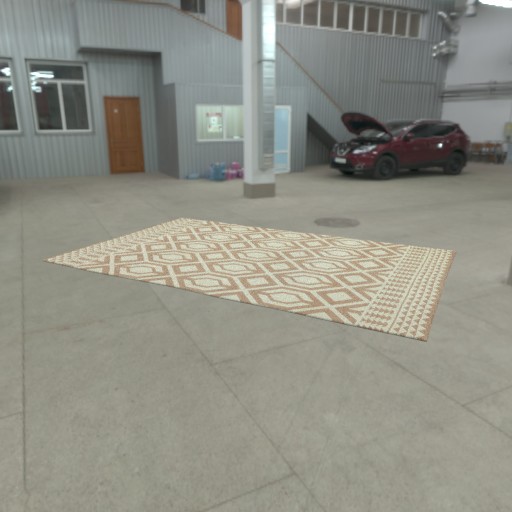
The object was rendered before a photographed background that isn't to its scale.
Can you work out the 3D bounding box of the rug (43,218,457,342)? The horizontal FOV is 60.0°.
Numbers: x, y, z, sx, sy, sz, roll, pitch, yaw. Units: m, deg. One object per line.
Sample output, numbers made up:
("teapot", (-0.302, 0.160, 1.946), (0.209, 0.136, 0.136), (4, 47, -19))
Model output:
("rug", (0.000, 0.000, 3.061), (2.435, 0.011, 1.526), (9, 19, 26))
